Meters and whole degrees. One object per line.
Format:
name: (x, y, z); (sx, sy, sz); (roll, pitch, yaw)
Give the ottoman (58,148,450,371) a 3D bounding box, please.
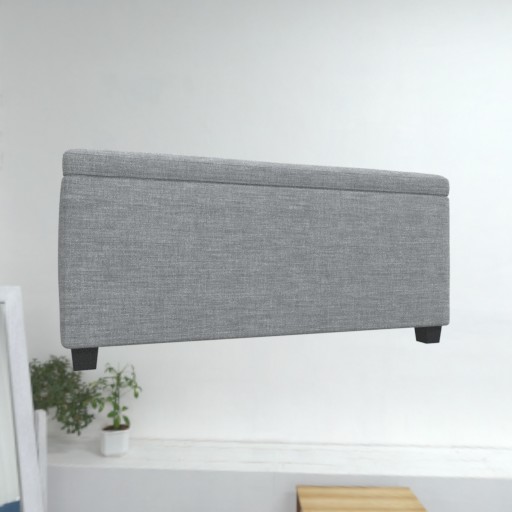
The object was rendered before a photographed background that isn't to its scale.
ottoman: (0.000, 0.000, 1.132); (0.902, 0.432, 0.419); (0, 0, -19)
